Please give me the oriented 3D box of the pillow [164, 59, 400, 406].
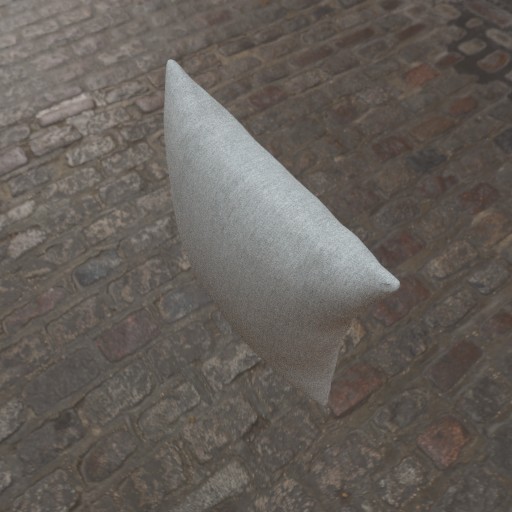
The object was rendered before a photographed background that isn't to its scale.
[{"bbox_3d":[0.000,0.000,0.693,0.173,0.436,0.433,-32,63,-18],"label":"pillow"}]
